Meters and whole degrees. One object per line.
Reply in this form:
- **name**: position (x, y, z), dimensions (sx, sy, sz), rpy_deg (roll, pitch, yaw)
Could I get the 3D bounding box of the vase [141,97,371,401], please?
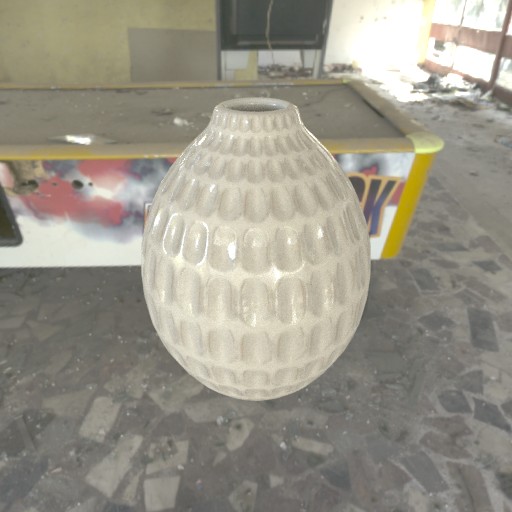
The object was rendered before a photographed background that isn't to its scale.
- **vase**: position (0.000, 0.000, 0.252), dimensions (0.128, 0.167, 0.128), rpy_deg (0, 30, 0)
